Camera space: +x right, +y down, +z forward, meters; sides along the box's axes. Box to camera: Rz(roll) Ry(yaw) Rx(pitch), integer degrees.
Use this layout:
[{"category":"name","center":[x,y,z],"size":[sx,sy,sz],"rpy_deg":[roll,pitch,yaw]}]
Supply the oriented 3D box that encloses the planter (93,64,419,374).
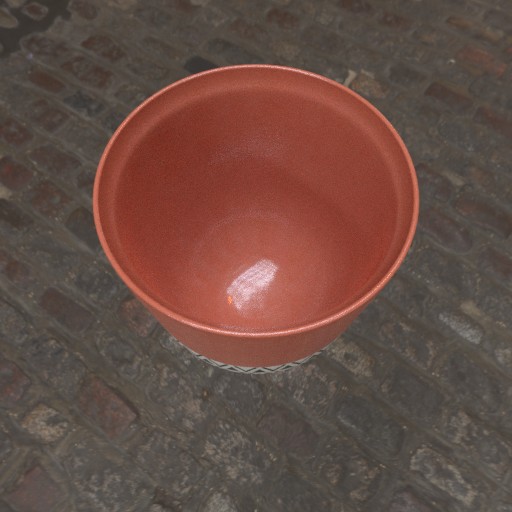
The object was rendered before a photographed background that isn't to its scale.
[{"category":"planter","center":[0.000,0.000,0.363],"size":[0.195,0.214,0.195],"rpy_deg":[0,64,0]}]
